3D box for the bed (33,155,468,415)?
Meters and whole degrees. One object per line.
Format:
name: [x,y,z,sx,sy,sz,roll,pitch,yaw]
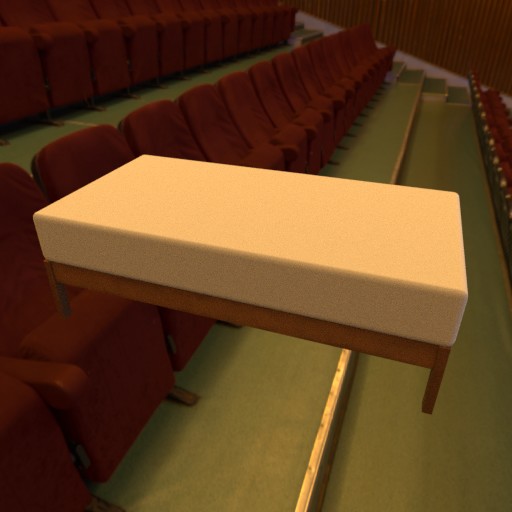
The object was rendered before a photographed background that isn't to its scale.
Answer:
bed: [0.000,0.000,2.337,1.902,0.616,0.961,10,32,17]
